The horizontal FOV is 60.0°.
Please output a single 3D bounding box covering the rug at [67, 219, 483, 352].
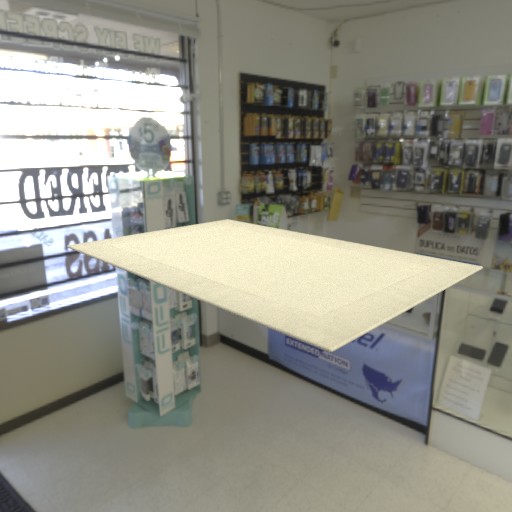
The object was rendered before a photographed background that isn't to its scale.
[{"bbox_3d":[0.000,0.000,2.308,1.219,0.013,1.829,-14,20,-43],"label":"rug"}]
